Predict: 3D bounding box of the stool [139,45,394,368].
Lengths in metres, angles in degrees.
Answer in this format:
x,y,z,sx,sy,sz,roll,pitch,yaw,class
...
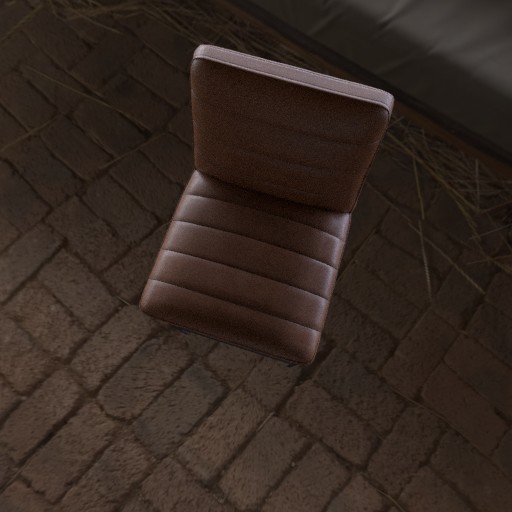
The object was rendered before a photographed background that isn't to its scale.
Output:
x,y,z,sx,sy,sz,roll,pitch,yaw,class
0.000,0.000,1.325,0.458,1.040,0.556,17,75,5,stool
